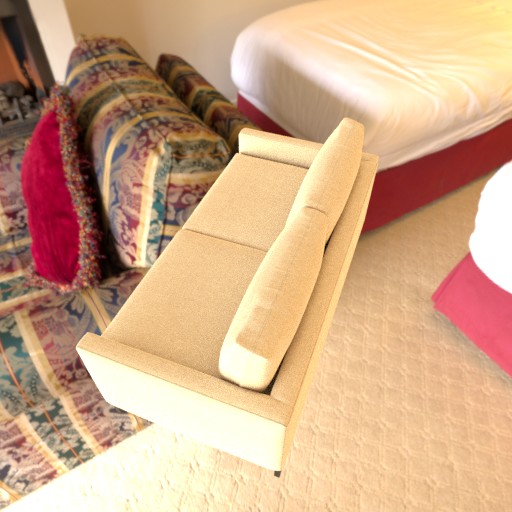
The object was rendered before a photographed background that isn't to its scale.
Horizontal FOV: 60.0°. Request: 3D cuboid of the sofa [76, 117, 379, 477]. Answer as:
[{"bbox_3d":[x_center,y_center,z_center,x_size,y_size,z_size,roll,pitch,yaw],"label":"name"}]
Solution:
[{"bbox_3d":[0.000,0.000,2.143,0.839,0.812,1.651,16,49,14],"label":"sofa"}]
